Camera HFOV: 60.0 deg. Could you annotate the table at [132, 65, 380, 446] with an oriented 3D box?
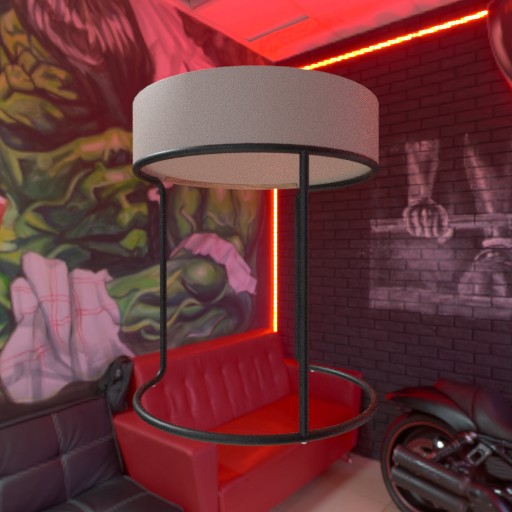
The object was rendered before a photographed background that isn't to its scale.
[{"bbox_3d":[0.000,0.000,0.837,0.450,0.530,0.450,0,0,0],"label":"table"}]
